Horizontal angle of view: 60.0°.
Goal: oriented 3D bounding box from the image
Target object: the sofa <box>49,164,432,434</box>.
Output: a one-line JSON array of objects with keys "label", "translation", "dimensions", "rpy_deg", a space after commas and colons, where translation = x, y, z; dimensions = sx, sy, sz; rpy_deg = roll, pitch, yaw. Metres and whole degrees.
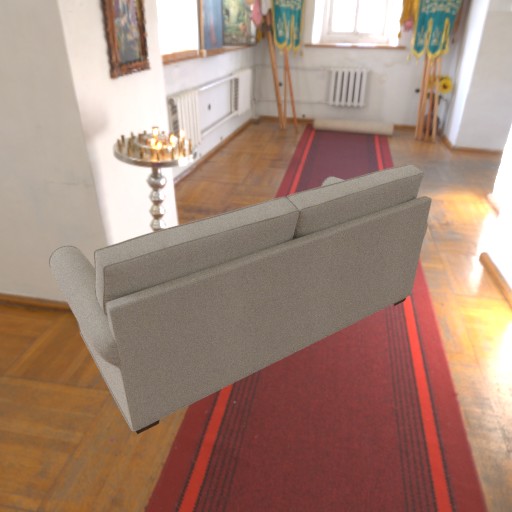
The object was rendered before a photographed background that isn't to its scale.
[{"label": "sofa", "translation": [0.000, 0.000, 2.670], "dimensions": [2.146, 0.962, 0.901], "rpy_deg": [-19, 35, -29]}]
